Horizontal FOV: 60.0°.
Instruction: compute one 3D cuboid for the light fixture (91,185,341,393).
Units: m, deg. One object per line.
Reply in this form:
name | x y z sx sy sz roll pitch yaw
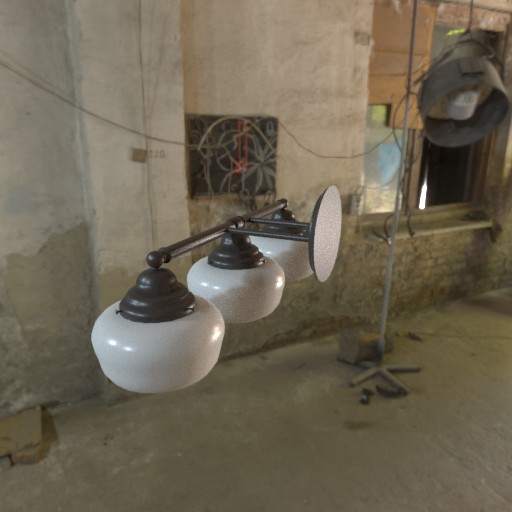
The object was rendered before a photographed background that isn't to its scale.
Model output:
light fixture | 0.000 0.000 0.721 0.239 0.242 0.587 8 19 24
